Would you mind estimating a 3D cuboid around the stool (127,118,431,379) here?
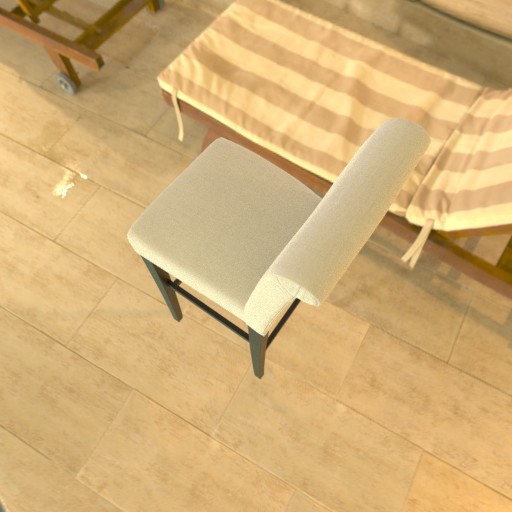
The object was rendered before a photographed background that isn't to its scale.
[{"bbox_3d":[0.000,0.000,1.400,0.597,1.124,0.452,32,69,14],"label":"stool"}]
